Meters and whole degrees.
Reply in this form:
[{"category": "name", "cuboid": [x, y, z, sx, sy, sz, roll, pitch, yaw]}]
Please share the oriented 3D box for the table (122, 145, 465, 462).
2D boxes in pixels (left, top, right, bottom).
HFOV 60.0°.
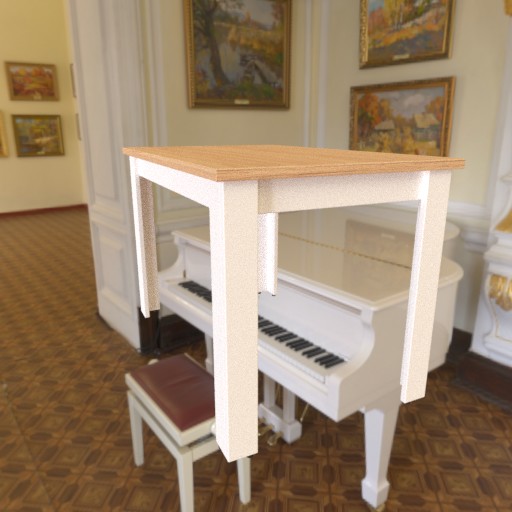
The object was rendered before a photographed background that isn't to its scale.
[{"category": "table", "cuboid": [0.000, 0.000, 1.601, 0.700, 0.734, 1.100, -8, 18, -24]}]
